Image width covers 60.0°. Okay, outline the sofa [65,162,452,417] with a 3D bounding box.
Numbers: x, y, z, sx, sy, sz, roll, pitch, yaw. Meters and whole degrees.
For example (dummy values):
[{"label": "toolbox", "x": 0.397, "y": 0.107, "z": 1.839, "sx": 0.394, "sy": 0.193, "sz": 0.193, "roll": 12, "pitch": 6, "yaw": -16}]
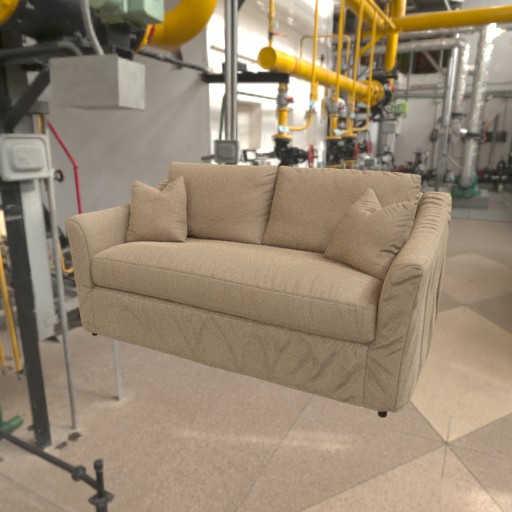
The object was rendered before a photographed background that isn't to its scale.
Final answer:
[{"label": "sofa", "x": 0.000, "y": 0.000, "z": 2.624, "sx": 2.010, "sy": 1.018, "sz": 1.072, "roll": 8, "pitch": 17, "yaw": 27}]
